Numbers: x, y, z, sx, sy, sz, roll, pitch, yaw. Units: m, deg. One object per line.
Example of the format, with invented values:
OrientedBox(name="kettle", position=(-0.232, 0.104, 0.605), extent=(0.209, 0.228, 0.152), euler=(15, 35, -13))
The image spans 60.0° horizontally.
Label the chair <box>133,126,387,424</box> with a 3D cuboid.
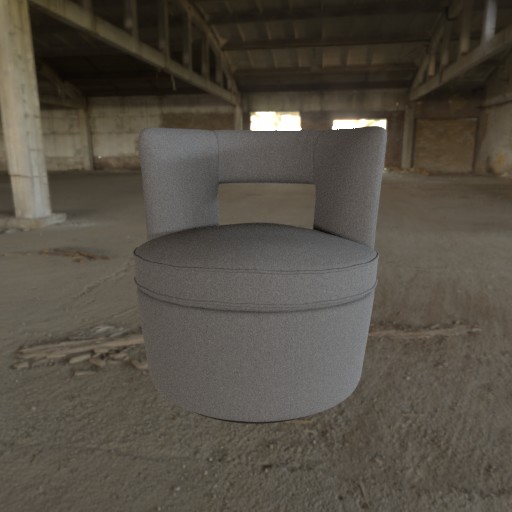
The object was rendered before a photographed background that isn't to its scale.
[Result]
OrientedBox(name="chair", position=(0.000, 0.000, 1.270), extent=(0.689, 0.719, 0.660), euler=(2, 14, 8))
